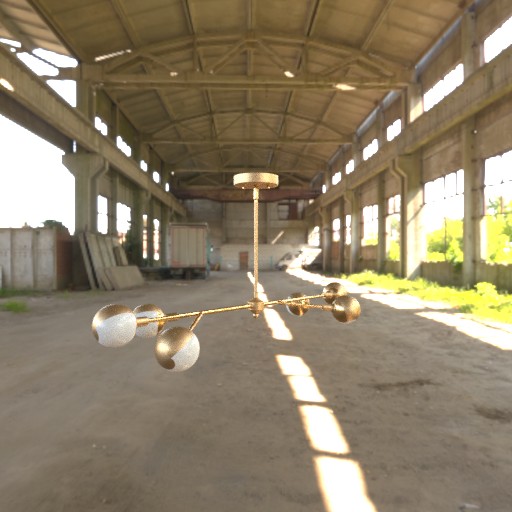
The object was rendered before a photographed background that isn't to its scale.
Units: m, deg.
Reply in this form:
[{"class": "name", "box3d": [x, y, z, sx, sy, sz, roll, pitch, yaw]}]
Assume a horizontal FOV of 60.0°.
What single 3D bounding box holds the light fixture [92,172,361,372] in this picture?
[{"class": "light fixture", "box3d": [0.000, 0.000, 1.012, 0.778, 0.362, 0.434, 0, 0, -35]}]
